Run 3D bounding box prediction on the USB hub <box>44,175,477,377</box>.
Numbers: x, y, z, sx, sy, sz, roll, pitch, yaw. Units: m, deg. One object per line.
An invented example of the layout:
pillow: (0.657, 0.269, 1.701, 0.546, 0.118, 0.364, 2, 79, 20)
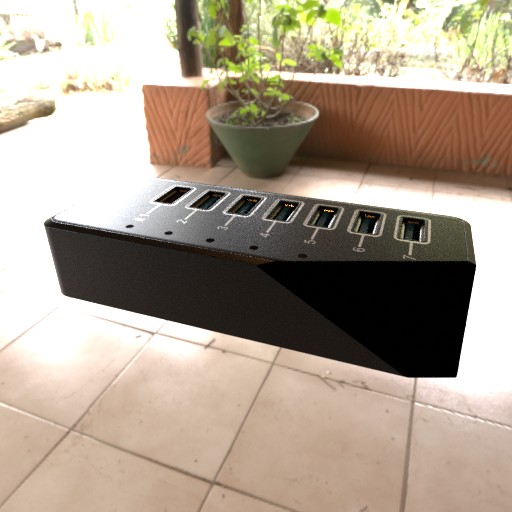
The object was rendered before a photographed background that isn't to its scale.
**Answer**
USB hub: (0.000, 0.000, 0.126, 0.110, 0.023, 0.044, 10, 31, 17)
